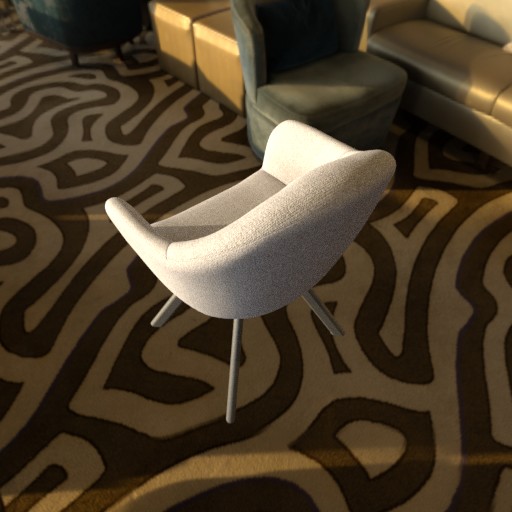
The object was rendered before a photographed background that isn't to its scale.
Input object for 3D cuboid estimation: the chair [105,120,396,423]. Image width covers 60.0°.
[{"bbox_3d":[0.000,0.000,1.194,0.590,0.795,0.550,-31,54,-26],"label":"chair"}]
